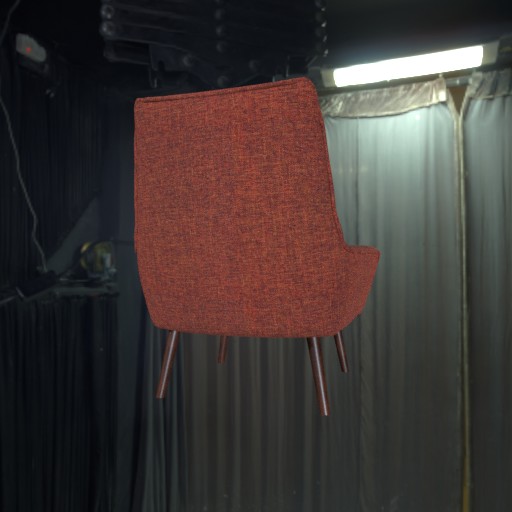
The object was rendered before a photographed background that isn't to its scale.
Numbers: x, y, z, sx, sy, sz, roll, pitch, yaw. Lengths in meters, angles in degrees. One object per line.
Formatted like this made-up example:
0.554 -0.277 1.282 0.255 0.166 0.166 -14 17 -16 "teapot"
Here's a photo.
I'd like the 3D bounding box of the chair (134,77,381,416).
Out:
0.000 0.000 1.528 0.803 0.911 0.784 0 -1 18 "chair"
